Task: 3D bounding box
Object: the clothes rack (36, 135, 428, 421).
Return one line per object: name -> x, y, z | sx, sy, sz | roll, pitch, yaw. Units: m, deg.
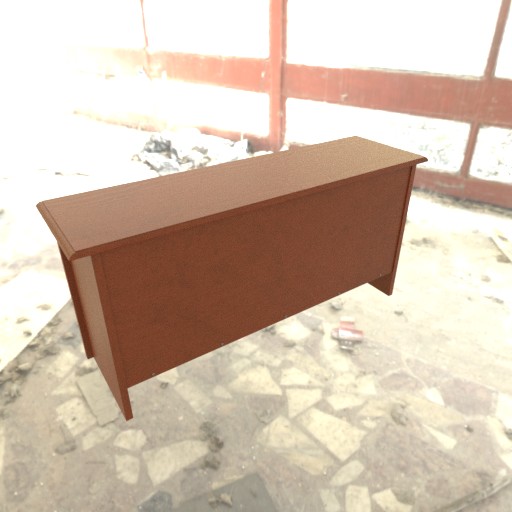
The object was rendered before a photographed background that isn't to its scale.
clothes rack -> 0.000, 0.000, 1.561 | 1.251, 0.594, 0.362 | -19, 35, -29
